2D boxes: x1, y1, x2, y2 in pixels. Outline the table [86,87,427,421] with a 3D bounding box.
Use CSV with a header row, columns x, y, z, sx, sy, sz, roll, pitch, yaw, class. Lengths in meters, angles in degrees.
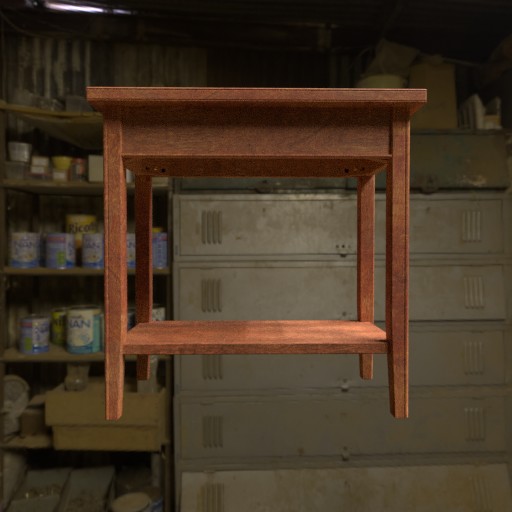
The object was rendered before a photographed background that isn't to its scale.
x,y,z,sx,sy,sz,roll,pitch,yaw,class
0.000,0.000,0.952,0.610,0.610,0.305,0,2,-1,table
